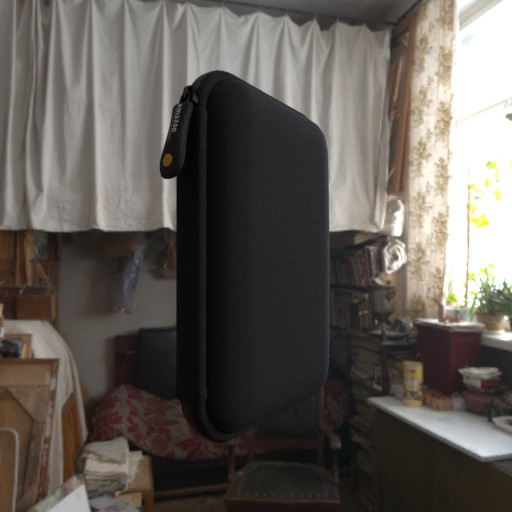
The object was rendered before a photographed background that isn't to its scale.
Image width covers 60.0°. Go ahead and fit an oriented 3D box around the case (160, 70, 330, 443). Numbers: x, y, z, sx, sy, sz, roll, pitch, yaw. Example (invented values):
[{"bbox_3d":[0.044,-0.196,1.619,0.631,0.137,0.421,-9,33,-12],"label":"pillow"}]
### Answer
[{"bbox_3d":[0.000,0.000,0.196,0.030,0.147,0.107,-1,-2,36],"label":"case"}]
